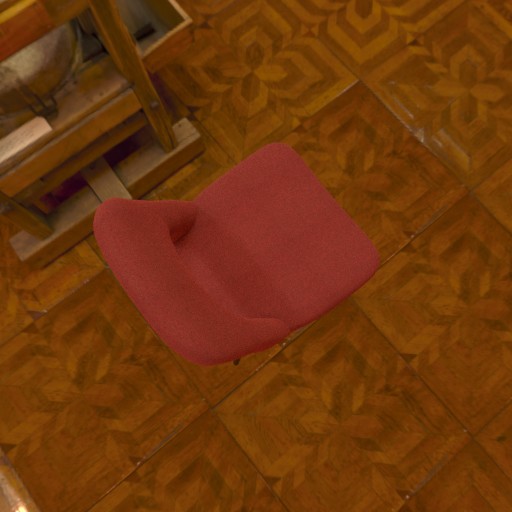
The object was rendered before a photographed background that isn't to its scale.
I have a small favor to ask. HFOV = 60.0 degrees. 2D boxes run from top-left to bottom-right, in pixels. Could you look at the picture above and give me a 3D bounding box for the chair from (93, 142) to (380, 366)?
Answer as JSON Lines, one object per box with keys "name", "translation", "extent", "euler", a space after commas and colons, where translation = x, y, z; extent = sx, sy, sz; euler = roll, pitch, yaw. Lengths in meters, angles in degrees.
{"name": "chair", "translation": [0.000, 0.000, 1.224], "extent": [0.569, 0.892, 0.483], "euler": [-36, 79, -8]}
